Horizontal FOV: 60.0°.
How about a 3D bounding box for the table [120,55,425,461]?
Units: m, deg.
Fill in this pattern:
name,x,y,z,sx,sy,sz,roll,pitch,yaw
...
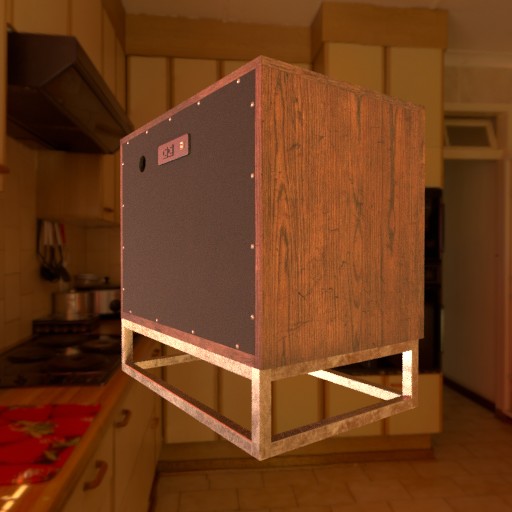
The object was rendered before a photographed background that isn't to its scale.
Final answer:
name,x,y,z,sx,sy,sz,roll,pitch,yaw
table,0.000,0.000,1.274,0.542,0.746,0.767,-1,1,-36
